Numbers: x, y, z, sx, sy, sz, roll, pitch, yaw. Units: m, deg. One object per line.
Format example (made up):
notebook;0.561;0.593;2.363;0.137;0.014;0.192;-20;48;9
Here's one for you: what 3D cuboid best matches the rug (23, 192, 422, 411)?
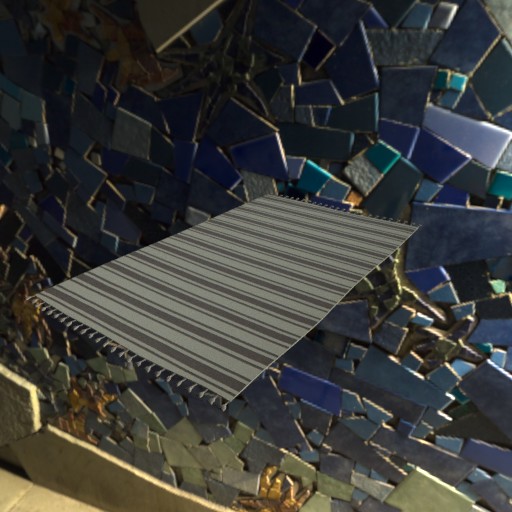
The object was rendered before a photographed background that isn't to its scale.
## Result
rug;0.000;0.000;2.529;1.229;0.011;2.096;17;31;32
